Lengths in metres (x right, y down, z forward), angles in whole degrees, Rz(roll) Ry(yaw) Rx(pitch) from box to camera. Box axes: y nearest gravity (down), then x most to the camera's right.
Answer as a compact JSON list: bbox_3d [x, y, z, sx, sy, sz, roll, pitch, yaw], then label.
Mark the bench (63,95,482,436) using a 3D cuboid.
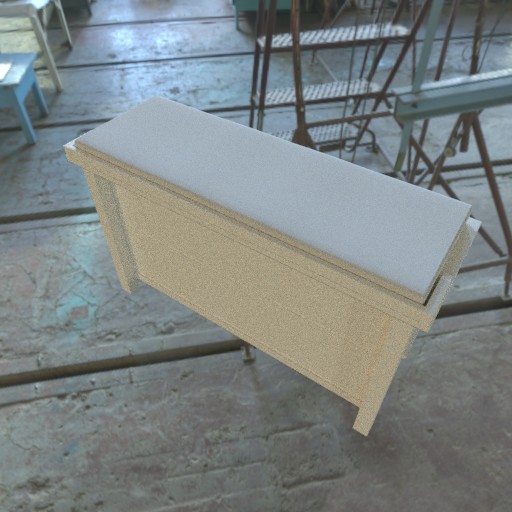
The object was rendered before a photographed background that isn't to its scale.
[{"bbox_3d":[0.000,0.000,1.260,0.987,0.589,0.346,26,51,23],"label":"bench"}]
